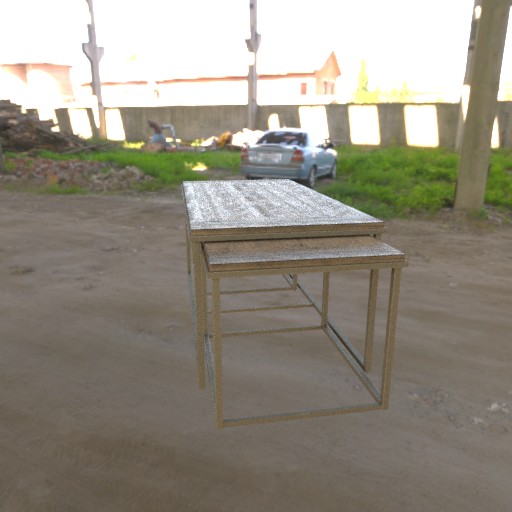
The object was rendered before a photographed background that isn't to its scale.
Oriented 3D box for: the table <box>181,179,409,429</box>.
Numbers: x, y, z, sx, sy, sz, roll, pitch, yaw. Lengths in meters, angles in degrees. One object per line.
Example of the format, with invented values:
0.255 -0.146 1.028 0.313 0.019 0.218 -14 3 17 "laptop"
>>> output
0.000 0.000 1.579 0.489 0.427 1.312 -3 16 -10 "table"
